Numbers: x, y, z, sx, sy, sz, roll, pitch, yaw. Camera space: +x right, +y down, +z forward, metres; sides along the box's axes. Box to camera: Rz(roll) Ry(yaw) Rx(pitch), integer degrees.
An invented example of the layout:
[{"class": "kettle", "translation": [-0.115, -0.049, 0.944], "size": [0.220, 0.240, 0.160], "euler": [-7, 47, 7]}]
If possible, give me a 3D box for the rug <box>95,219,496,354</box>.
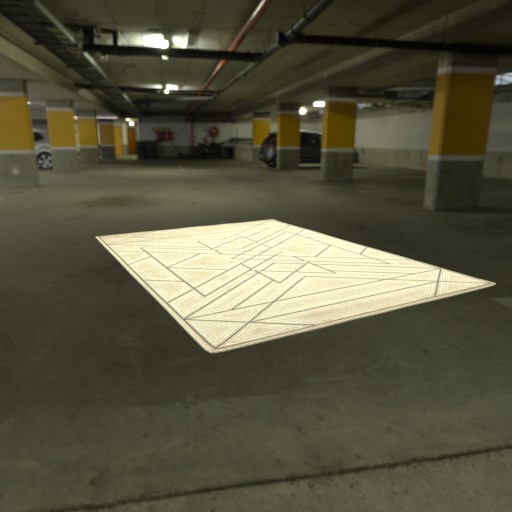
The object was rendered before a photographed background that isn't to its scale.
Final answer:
[{"class": "rug", "translation": [0.000, 0.000, 4.320], "size": [2.436, 0.026, 3.381], "euler": [-8, 16, -28]}]
